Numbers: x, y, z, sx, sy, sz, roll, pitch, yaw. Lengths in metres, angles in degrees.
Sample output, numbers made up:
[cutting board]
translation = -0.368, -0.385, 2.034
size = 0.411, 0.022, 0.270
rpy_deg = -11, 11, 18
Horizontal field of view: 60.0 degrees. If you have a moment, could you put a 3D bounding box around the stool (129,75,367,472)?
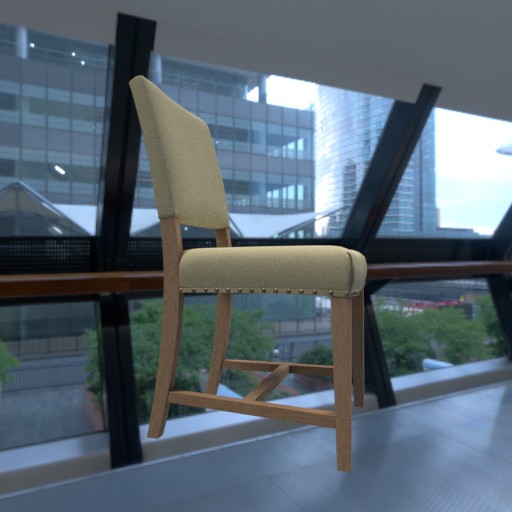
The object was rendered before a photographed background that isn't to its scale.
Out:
[stool]
translation = 0.000, 0.000, 1.332
size = 0.623, 0.986, 0.508
rpy_deg = 0, -1, 17
